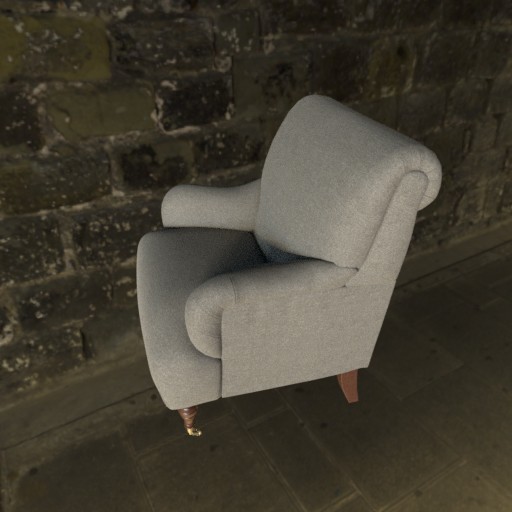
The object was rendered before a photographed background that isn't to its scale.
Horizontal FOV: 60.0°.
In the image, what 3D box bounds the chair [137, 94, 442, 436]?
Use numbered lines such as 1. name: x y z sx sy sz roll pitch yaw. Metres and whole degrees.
1. chair: 0.000 0.000 1.558 0.843 0.942 0.766 -8 32 -13
